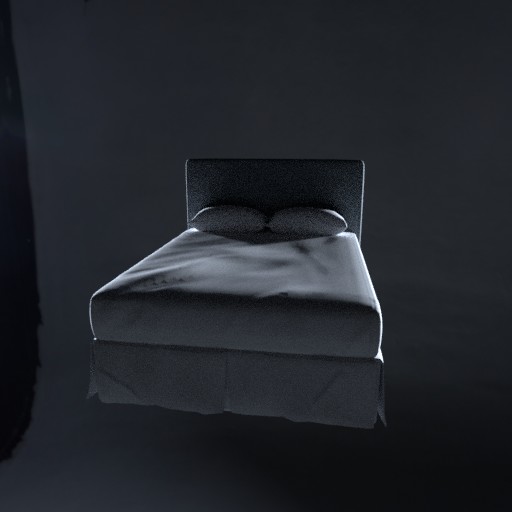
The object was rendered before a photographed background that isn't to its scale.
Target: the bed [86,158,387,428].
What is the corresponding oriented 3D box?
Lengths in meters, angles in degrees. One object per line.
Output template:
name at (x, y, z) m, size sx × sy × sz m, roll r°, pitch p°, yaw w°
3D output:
bed at (0.000, 0.000, 3.294) m, size 1.713 × 1.330 × 2.142 m, roll 2°, pitch 15°, yaw 8°
